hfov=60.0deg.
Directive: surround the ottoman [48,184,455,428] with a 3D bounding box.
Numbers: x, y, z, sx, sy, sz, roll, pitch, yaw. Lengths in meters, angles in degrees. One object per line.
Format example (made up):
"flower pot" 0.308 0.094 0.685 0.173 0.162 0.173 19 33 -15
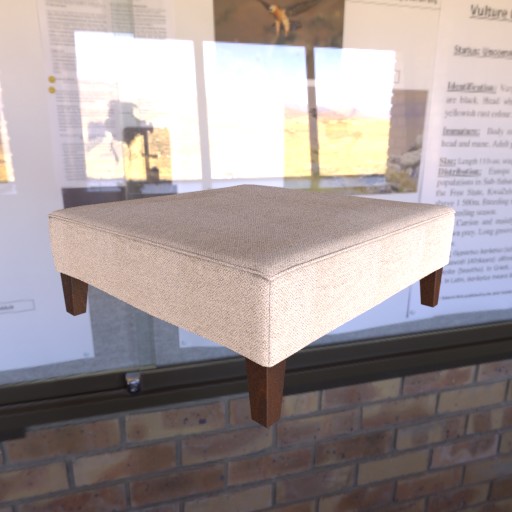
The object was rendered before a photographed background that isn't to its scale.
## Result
"ottoman" 0.000 0.000 1.510 0.973 0.381 0.982 14 21 40
